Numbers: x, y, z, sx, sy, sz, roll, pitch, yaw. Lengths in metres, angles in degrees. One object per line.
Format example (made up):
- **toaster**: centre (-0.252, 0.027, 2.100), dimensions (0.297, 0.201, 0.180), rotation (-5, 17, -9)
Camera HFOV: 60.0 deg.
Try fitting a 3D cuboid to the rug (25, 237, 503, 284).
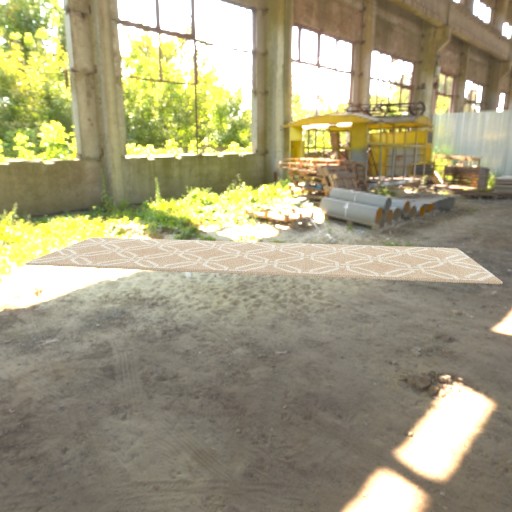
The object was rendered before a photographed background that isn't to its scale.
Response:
- **rug**: centre (0.000, 0.000, 2.414), dimensions (2.276, 0.014, 0.678), rotation (2, 14, 8)
